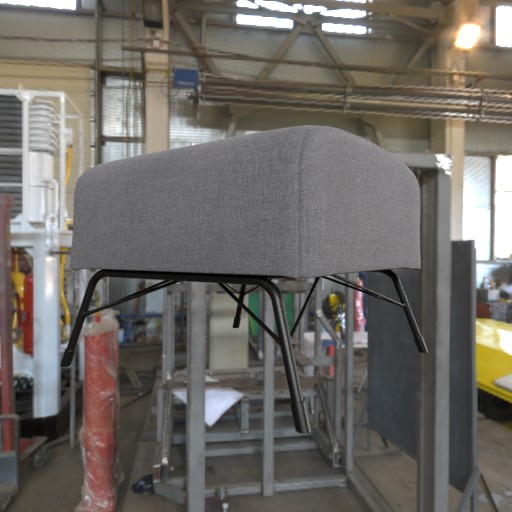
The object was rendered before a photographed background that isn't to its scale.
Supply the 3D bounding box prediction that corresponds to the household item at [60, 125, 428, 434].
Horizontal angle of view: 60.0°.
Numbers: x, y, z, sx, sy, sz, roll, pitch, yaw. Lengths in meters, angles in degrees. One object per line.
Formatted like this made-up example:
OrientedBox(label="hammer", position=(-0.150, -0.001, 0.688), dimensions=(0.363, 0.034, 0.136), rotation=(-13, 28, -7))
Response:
OrientedBox(label="household item", position=(0.000, 0.000, 0.885), dimensions=(0.530, 0.410, 0.530), rotation=(0, 1, 36))
